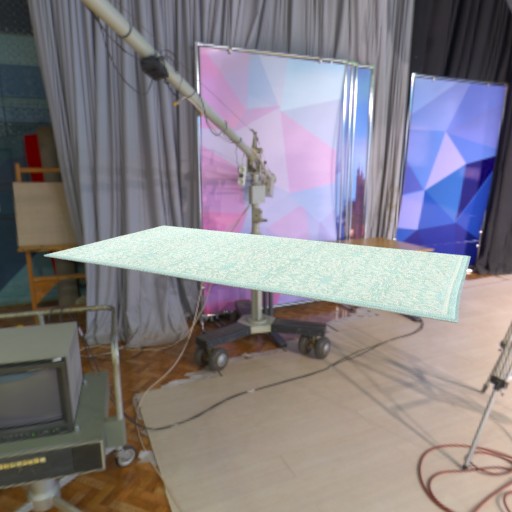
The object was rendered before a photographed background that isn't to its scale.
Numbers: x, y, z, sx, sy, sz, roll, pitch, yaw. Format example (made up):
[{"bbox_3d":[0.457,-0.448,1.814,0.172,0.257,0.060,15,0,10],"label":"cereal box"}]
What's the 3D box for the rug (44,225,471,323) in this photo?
[{"bbox_3d":[0.000,0.000,1.412,1.219,0.007,0.604,7,16,26],"label":"rug"}]
